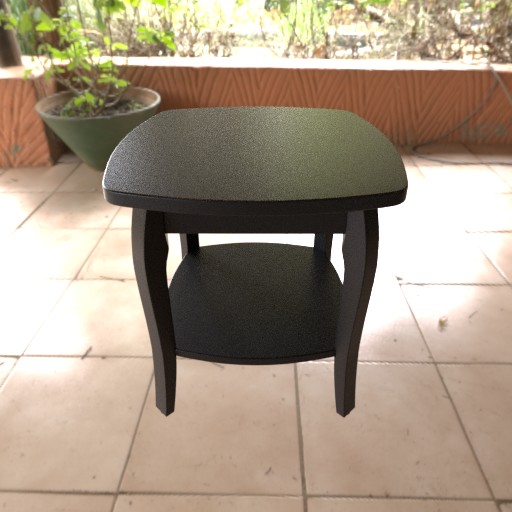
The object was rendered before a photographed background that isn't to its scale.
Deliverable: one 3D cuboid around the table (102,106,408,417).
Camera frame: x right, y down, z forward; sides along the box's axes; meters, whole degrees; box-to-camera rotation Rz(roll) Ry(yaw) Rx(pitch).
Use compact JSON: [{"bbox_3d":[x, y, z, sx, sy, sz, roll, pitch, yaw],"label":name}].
[{"bbox_3d":[0.000,0.000,0.867,0.457,0.457,0.508,0,31,0],"label":"table"}]
